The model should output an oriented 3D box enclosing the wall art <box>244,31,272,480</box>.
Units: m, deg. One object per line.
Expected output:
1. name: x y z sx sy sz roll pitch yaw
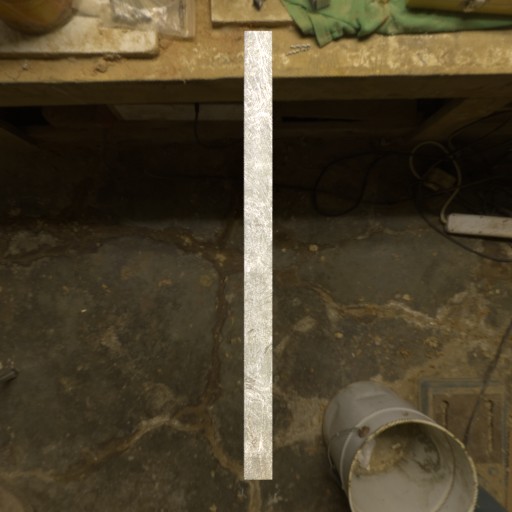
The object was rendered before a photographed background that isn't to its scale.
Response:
1. wall art: 0.000 0.000 0.907 0.038 0.610 0.610 0 90 -1
